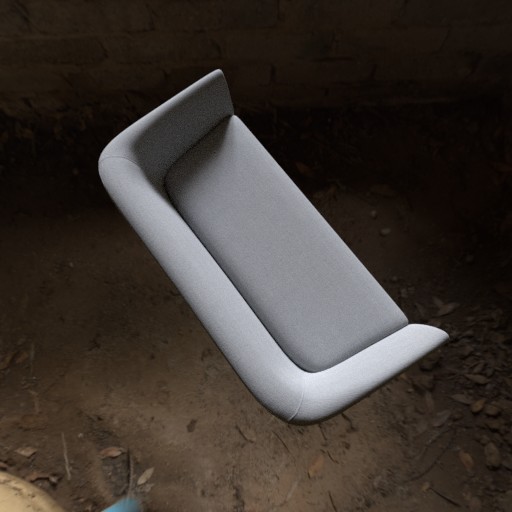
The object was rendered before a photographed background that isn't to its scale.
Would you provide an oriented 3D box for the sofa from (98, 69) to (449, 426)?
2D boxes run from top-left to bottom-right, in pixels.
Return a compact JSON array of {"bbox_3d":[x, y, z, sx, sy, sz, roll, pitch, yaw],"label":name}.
[{"bbox_3d":[0.000,0.000,1.918,0.705,0.721,1.452,-36,78,-9],"label":"sofa"}]
